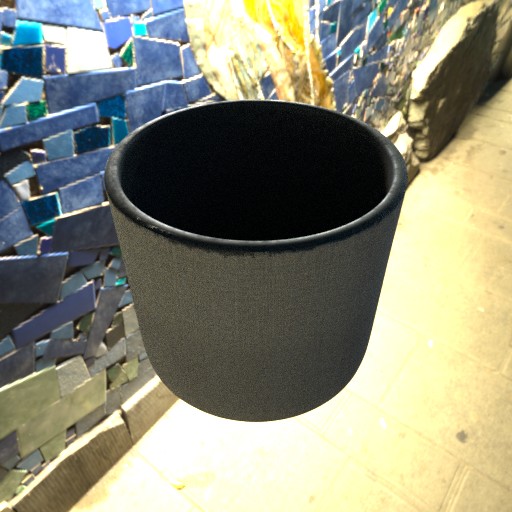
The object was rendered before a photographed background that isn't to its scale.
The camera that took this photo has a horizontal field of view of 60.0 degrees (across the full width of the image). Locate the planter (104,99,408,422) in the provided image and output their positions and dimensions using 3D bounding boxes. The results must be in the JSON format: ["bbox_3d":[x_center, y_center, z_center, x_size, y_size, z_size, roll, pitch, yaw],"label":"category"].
[{"bbox_3d":[0.000,0.000,0.397,0.226,0.201,0.226,0,41,0],"label":"planter"}]
